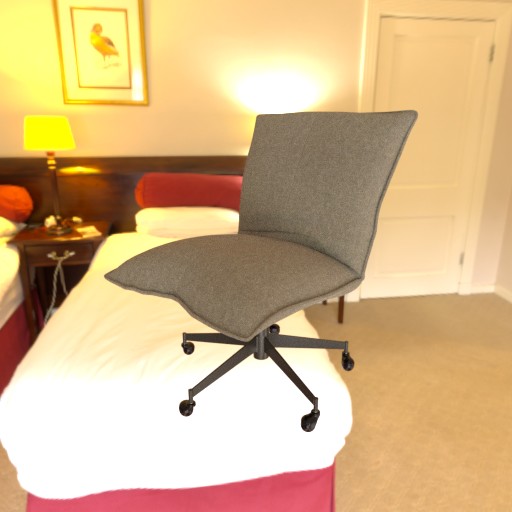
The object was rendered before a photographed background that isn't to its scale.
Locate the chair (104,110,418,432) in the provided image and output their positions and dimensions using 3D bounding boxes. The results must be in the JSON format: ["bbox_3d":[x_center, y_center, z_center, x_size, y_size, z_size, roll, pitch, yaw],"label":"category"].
[{"bbox_3d":[0.000,0.000,1.293,0.597,0.811,0.696,16,23,41],"label":"chair"}]
